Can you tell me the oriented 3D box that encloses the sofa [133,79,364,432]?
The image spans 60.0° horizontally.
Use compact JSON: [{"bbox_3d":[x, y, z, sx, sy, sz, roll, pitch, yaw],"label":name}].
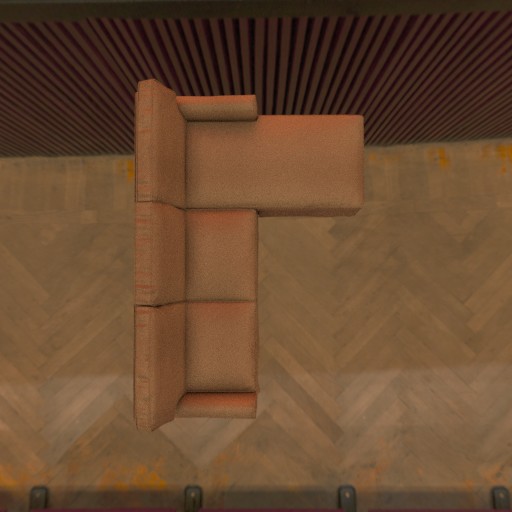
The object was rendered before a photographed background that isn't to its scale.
[{"bbox_3d":[0.000,0.000,3.445,1.733,0.978,2.475,0,89,1],"label":"sofa"}]
